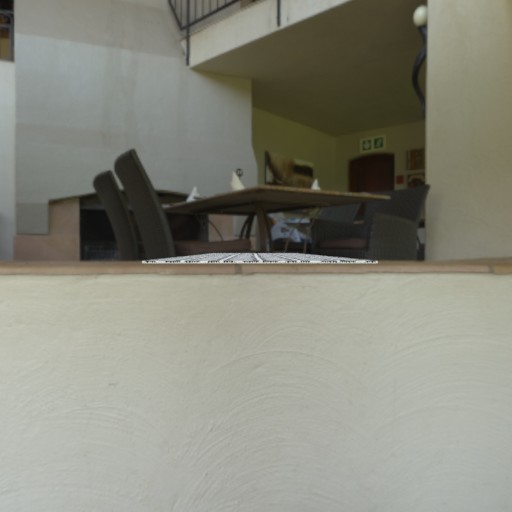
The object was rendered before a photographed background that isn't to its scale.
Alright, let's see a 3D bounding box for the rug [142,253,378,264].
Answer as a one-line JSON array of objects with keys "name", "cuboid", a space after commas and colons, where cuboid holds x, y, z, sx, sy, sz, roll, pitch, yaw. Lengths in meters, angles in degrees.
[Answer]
[{"name": "rug", "cuboid": [0.000, 0.000, 2.617, 0.750, 0.009, 2.435, 0, 1, -1]}]
